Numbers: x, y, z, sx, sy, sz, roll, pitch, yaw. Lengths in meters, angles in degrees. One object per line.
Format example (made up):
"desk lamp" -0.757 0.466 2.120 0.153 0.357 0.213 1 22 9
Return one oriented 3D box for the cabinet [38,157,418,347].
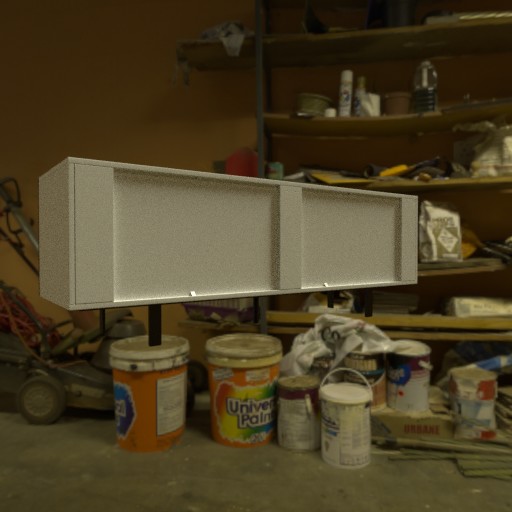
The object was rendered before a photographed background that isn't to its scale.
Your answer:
"cabinet" 0.000 0.000 1.759 1.499 0.533 0.431 -1 1 -35
